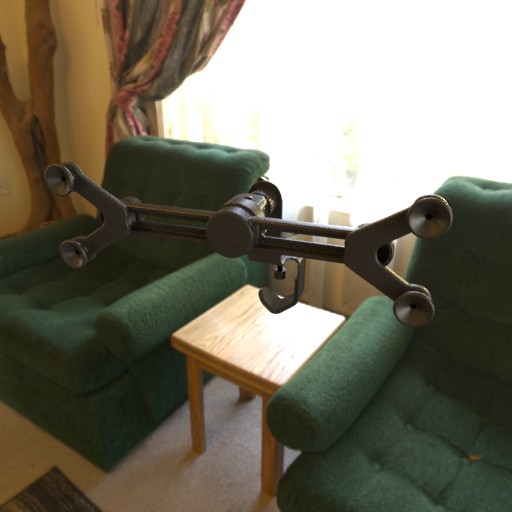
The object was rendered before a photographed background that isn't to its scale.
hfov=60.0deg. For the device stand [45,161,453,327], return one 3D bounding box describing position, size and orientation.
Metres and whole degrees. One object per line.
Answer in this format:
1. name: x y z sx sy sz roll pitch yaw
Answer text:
1. device stand: 0.000 0.000 0.367 0.270 0.166 0.142 8 26 17
